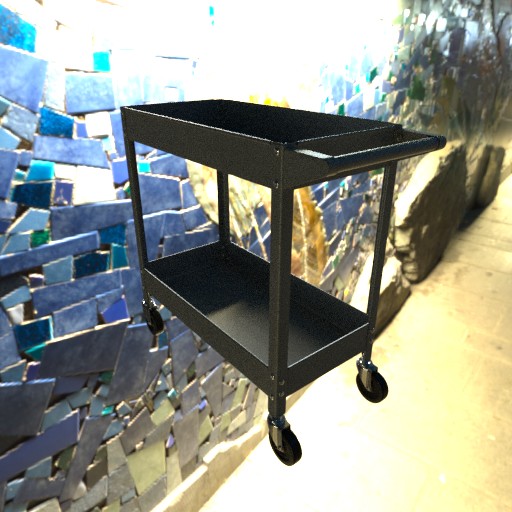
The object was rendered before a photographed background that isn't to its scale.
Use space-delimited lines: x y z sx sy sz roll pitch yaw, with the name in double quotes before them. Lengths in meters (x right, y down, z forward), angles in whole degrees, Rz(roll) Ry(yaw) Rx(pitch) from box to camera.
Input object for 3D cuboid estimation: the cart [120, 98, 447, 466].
"cart" 0.000 0.000 1.182 0.366 0.719 0.779 -19 31 -34
